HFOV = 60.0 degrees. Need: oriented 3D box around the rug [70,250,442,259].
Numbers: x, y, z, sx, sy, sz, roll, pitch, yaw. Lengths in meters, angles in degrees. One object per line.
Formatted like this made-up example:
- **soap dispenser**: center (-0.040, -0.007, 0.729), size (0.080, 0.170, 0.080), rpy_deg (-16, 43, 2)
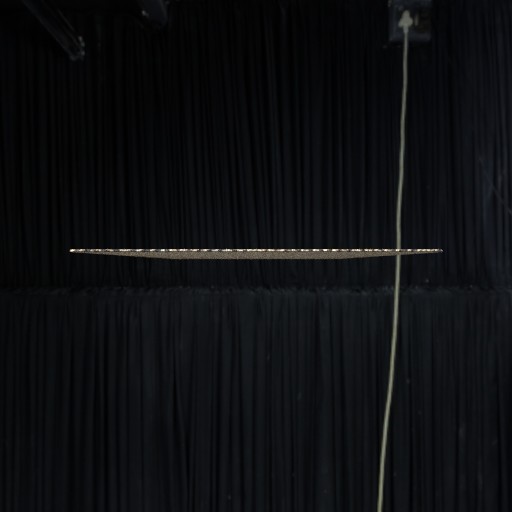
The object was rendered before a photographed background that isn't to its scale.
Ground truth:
- **rug**: center (0.000, 0.000, 2.334), size (1.219, 0.008, 1.828), rpy_deg (0, -1, 0)
